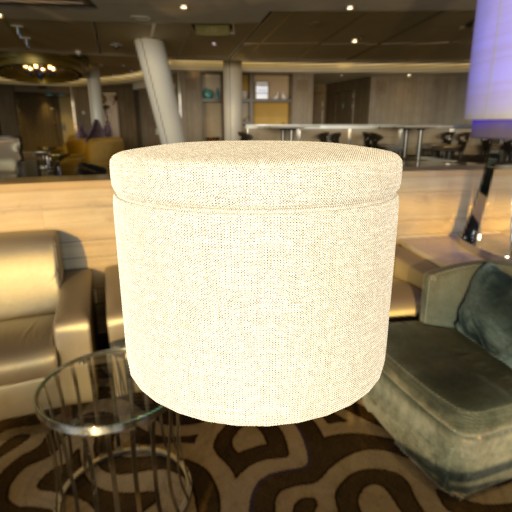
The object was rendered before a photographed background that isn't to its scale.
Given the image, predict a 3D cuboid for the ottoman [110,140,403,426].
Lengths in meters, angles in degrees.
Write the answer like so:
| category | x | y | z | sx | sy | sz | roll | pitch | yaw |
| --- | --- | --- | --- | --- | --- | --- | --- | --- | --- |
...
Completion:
| category | x | y | z | sx | sy | sz | roll | pitch | yaw |
| --- | --- | --- | --- | --- | --- | --- | --- | --- | --- |
| ottoman | 0.000 | 0.000 | 0.842 | 0.500 | 0.419 | 0.500 | 0 | 16 | 0 |
